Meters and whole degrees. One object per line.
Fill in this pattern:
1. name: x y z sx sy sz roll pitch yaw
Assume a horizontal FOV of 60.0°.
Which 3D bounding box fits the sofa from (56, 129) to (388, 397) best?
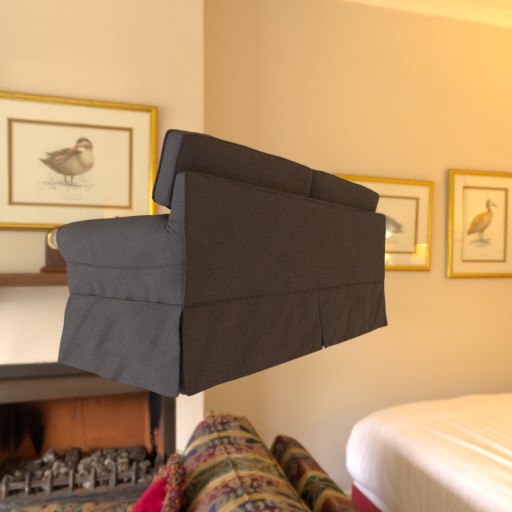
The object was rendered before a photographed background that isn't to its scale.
1. sofa: 0.000 0.000 2.855 0.983 1.094 2.256 0 0 36
